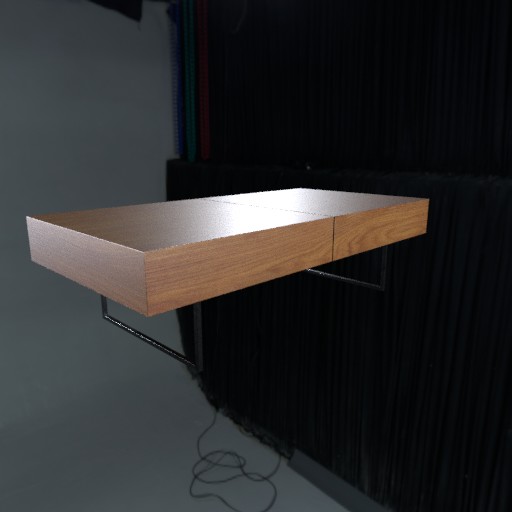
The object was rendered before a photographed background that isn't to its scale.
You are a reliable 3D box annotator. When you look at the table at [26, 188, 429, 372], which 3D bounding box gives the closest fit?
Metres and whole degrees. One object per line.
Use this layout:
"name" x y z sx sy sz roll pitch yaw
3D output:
"table" 0.000 0.000 1.470 0.610 0.330 1.194 13 19 43
